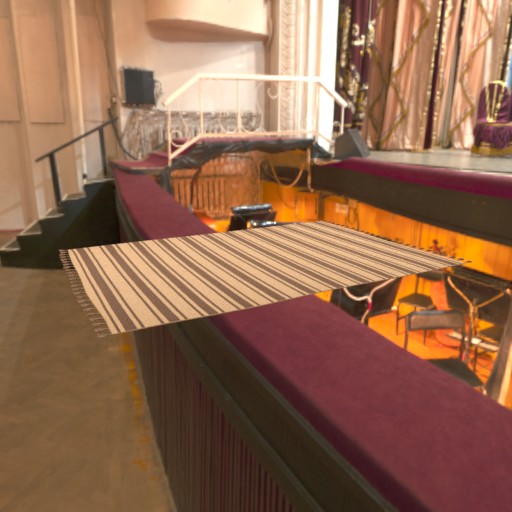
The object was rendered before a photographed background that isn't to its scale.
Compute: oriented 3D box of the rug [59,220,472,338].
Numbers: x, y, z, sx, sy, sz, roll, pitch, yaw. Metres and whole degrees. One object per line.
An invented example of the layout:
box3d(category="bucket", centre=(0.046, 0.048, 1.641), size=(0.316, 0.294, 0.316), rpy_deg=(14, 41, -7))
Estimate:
box3d(category="rug", centre=(0.000, 0.000, 3.868), size=(3.040, 0.017, 2.030), rpy_deg=(-8, 18, -27))
